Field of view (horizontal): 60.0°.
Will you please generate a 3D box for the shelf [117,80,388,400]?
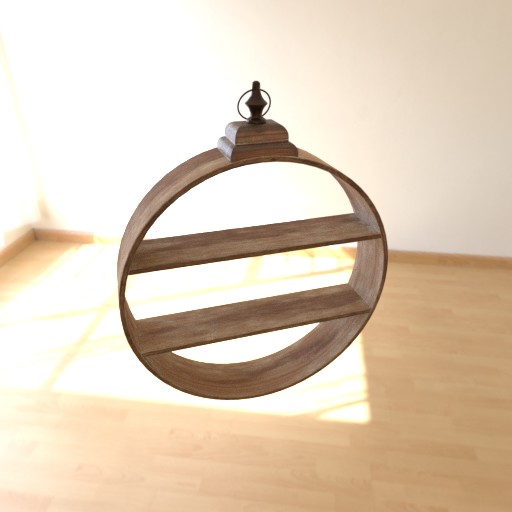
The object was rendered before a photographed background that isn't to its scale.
[{"bbox_3d":[0.000,0.000,0.979,0.601,0.725,0.125,-8,29,-15],"label":"shelf"}]
